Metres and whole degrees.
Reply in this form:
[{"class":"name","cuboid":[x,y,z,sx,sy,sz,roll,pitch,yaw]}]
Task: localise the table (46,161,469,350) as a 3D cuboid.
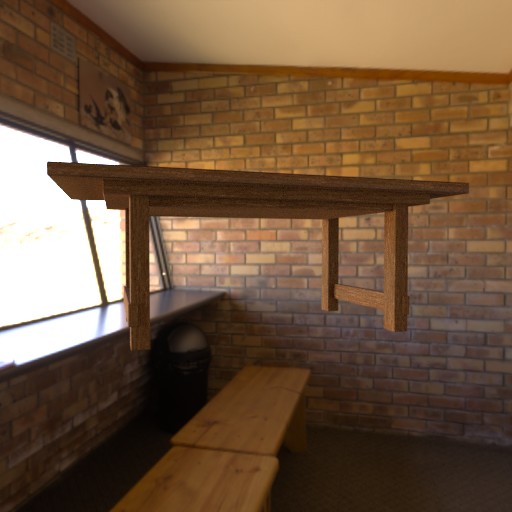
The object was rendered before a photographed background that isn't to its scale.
[{"class":"table","cuboid":[0.000,0.000,2.458,1.982,0.762,1.000,0,2,-18]}]
